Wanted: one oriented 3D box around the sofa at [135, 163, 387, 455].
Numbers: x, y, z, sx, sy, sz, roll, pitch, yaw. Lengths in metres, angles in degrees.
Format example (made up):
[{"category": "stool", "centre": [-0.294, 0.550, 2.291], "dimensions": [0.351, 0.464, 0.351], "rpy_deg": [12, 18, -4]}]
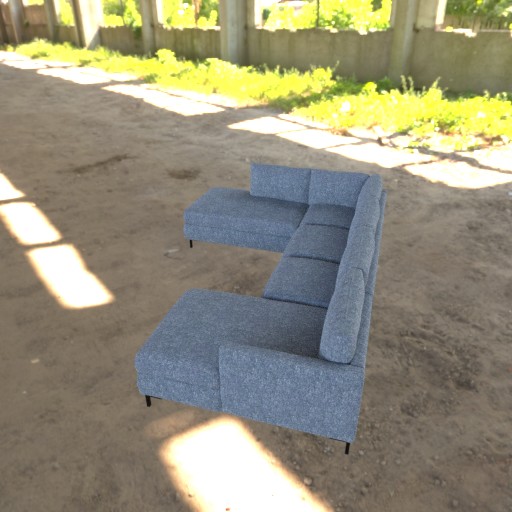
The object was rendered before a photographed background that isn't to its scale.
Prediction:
[{"category": "sofa", "centre": [0.000, 0.000, 3.528], "dimensions": [1.879, 0.756, 2.737], "rpy_deg": [8, 29, 15]}]
